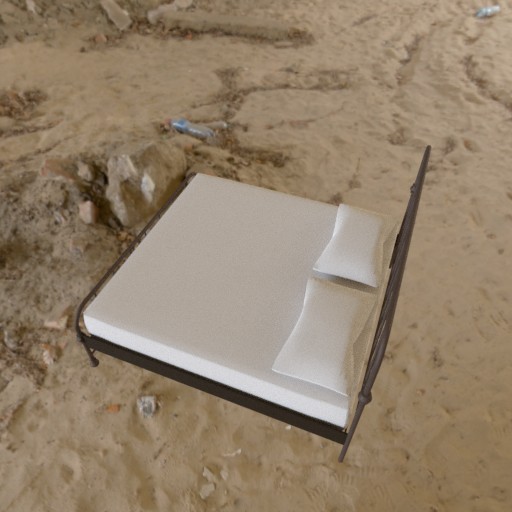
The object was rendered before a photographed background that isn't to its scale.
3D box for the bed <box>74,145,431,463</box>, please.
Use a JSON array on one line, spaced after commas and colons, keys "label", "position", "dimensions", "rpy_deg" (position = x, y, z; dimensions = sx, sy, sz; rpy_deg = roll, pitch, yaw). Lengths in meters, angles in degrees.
[{"label": "bed", "position": [0.000, 0.000, 3.483], "dimensions": [2.134, 1.446, 2.044], "rpy_deg": [16, 48, 15]}]
